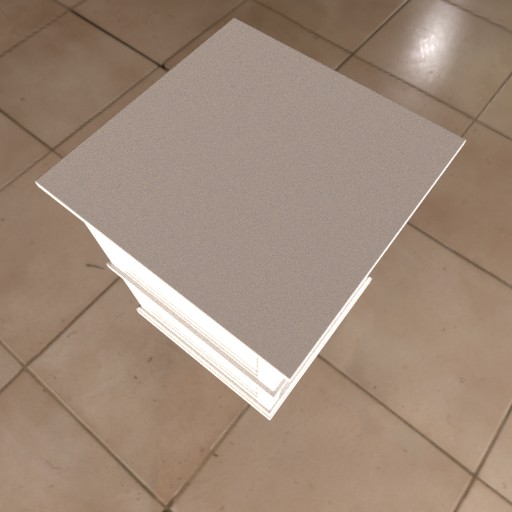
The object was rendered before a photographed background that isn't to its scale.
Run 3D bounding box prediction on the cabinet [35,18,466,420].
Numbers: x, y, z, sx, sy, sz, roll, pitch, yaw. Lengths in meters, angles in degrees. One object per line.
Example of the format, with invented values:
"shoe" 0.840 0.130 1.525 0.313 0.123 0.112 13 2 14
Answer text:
"cabinet" 0.000 0.000 1.133 0.547 0.775 0.544 35 69 16
